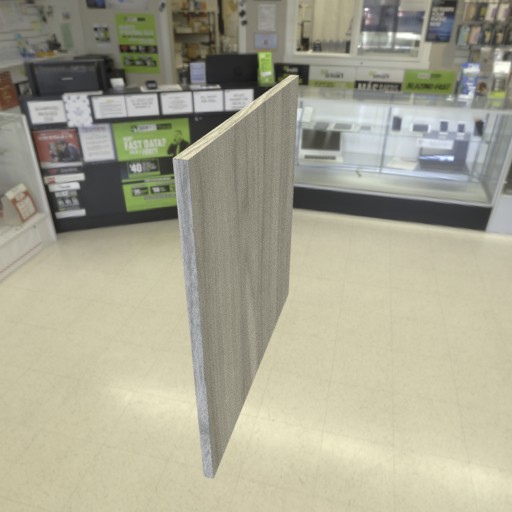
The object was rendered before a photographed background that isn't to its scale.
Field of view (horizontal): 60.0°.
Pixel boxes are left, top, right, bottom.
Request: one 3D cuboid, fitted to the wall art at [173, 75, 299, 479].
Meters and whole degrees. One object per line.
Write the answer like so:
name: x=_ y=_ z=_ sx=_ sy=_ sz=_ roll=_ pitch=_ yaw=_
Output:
wall art: x=0.000 y=0.000 z=0.762 sx=0.016 sy=0.507 sz=0.508 roll=9 pitch=32 yaw=14
